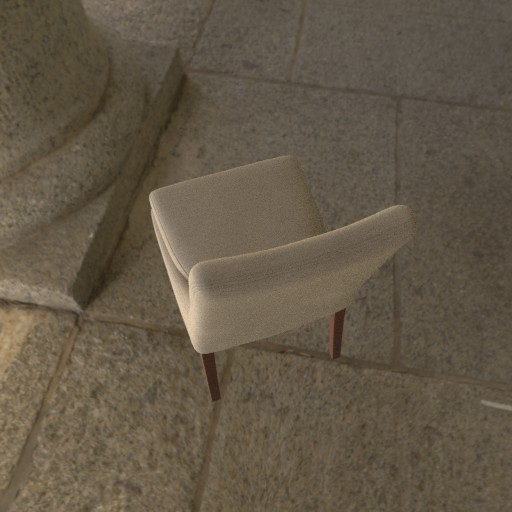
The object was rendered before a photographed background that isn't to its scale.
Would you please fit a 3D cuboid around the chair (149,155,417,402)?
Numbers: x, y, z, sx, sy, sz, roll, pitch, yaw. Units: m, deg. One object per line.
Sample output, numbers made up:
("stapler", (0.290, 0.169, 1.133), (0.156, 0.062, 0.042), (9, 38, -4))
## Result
("chair", (0.000, 0.000, 1.276), (0.515, 0.940, 0.638), (-17, 60, -10))
